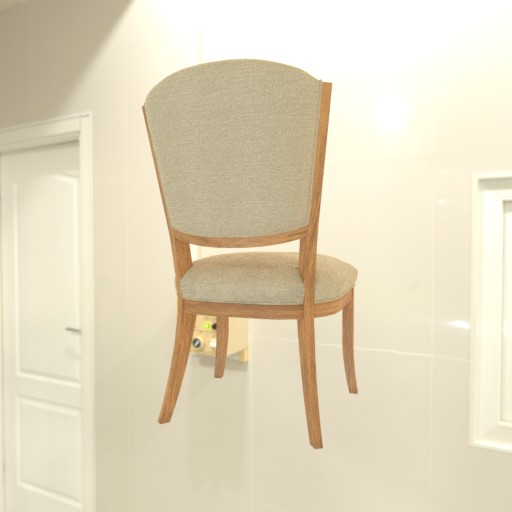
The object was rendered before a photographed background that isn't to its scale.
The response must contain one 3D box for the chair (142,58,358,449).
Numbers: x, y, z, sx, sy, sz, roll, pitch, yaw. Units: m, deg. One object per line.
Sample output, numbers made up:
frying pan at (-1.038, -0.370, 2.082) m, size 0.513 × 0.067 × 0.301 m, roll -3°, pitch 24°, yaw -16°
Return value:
chair at (0.000, 0.000, 1.273) m, size 0.513 × 0.905 × 0.584 m, roll 1°, pitch 2°, yaw 20°
